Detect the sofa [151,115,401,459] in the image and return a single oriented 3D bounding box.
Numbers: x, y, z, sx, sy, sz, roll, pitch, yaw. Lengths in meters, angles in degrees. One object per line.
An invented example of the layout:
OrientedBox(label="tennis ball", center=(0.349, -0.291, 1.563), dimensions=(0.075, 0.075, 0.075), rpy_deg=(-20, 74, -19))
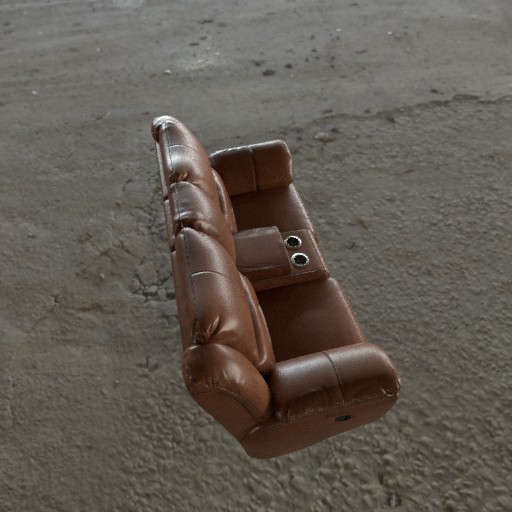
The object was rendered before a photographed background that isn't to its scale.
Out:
OrientedBox(label="sofa", center=(0.000, 0.000, 2.651), dimensions=(0.991, 1.043, 2.058), rpy_deg=(-10, 48, -9))
